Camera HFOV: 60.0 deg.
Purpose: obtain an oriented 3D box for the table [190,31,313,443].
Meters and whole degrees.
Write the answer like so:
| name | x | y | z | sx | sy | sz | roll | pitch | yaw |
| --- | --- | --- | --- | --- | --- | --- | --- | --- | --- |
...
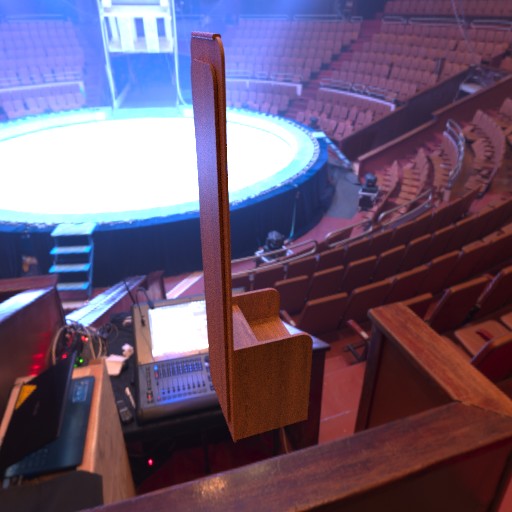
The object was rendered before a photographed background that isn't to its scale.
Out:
| name | x | y | z | sx | sy | sz | roll | pitch | yaw |
| --- | --- | --- | --- | --- | --- | --- | --- | --- | --- |
| table | 0.000 | 0.000 | 2.027 | 0.420 | 1.830 | 0.450 | -10 | 30 | -17 |
